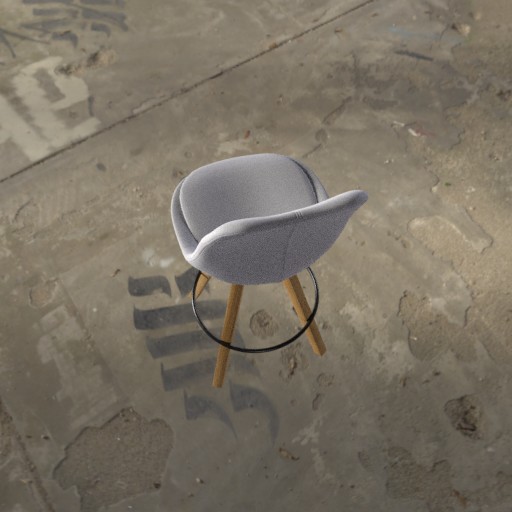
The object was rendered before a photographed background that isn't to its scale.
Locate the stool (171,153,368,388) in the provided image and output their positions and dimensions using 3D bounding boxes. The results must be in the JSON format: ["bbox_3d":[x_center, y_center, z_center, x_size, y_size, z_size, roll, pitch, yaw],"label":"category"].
[{"bbox_3d":[0.000,0.000,1.411,0.484,1.115,0.550,-15,60,-9],"label":"stool"}]
